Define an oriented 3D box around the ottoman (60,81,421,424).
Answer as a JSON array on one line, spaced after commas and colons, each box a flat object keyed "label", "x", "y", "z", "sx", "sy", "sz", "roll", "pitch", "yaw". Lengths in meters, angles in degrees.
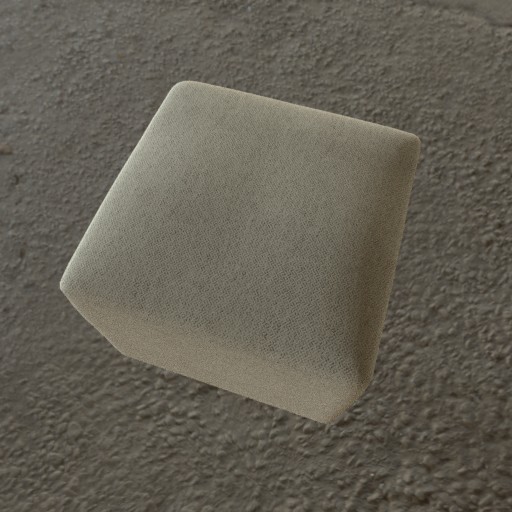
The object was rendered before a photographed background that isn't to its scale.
[{"label": "ottoman", "x": 0.000, "y": 0.000, "z": 0.944, "sx": 0.521, "sy": 0.453, "sz": 0.512, "roll": 16, "pitch": 64, "yaw": 8}]
